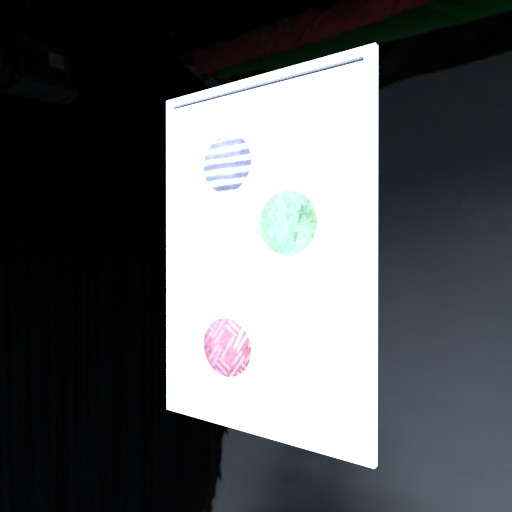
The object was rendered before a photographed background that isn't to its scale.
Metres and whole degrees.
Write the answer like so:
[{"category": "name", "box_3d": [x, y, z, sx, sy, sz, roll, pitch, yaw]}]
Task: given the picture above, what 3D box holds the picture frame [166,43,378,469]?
[{"category": "picture frame", "box_3d": [0.000, 0.000, 0.819, 0.457, 0.657, 0.013, 0, 1, 35]}]
